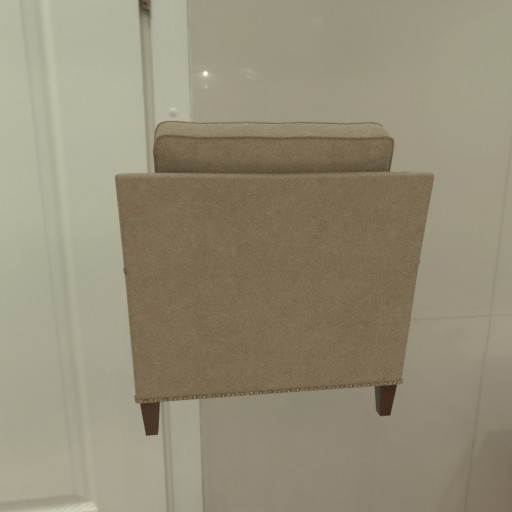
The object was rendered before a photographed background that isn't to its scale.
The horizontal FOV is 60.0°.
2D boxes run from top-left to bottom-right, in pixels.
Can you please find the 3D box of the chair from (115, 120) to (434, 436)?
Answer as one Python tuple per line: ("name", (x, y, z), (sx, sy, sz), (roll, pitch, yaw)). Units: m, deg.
("chair", (0.000, 0.000, 1.700), (0.853, 0.943, 1.014), (-2, 13, -8))
